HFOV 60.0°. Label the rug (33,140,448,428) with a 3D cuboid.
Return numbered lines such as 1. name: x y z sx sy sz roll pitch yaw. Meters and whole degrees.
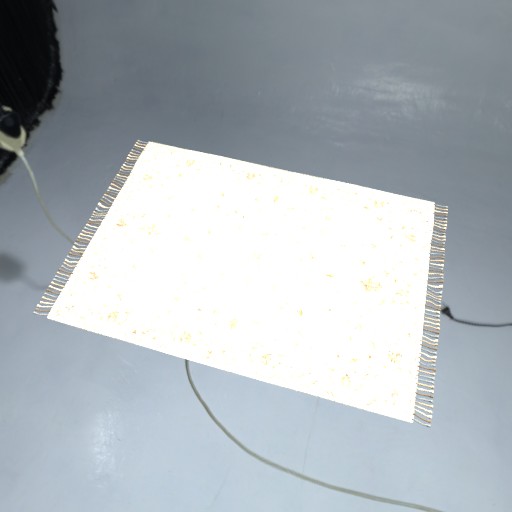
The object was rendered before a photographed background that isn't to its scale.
1. rug: 0.000 0.000 2.270 1.861 0.017 1.218 14 59 8
